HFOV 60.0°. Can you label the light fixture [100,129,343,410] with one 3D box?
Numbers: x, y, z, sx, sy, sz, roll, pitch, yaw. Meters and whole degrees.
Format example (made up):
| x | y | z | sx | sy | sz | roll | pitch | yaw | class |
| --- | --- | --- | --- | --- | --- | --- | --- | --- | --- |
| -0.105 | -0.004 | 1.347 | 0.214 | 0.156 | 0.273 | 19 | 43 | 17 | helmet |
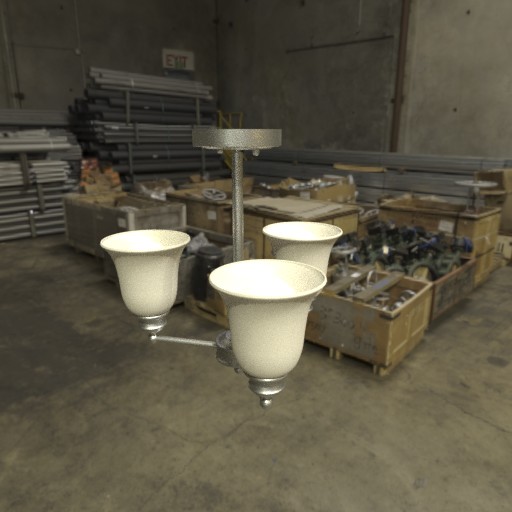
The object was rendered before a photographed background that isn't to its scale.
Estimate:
| x | y | z | sx | sy | sz | roll | pitch | yaw | class |
| --- | --- | --- | --- | --- | --- | --- | --- | --- | --- |
| 0.000 | 0.000 | 0.674 | 0.388 | 0.370 | 0.354 | 15 | 22 | 42 | light fixture |
